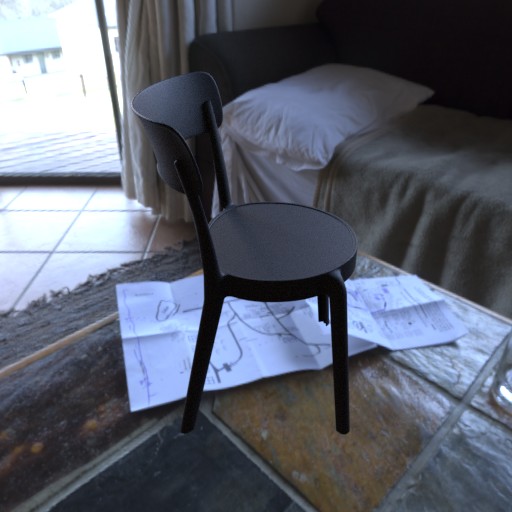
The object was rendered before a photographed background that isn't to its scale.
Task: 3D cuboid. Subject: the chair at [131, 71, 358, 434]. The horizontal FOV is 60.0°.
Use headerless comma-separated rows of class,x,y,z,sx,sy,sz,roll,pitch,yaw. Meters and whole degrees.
chair,0.000,0.000,1.114,0.491,0.790,0.506,0,32,1
